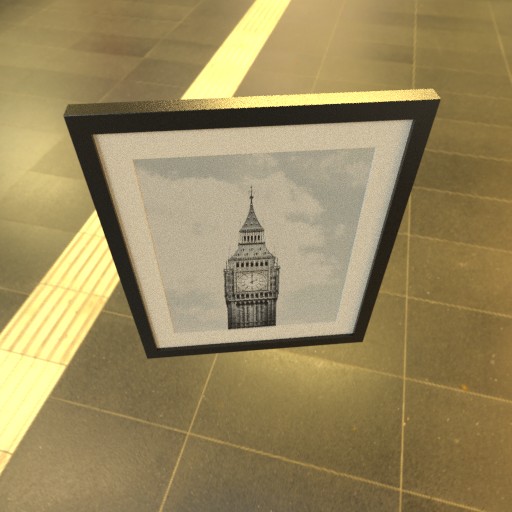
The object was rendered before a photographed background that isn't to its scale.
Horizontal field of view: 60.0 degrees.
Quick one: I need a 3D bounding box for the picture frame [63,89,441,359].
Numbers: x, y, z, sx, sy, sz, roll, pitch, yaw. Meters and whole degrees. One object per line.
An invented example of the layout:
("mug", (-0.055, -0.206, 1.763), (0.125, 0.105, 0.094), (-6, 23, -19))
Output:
("picture frame", (0.000, 0.000, 0.750), (0.460, 0.556, 0.028), (-4, 47, -3))
